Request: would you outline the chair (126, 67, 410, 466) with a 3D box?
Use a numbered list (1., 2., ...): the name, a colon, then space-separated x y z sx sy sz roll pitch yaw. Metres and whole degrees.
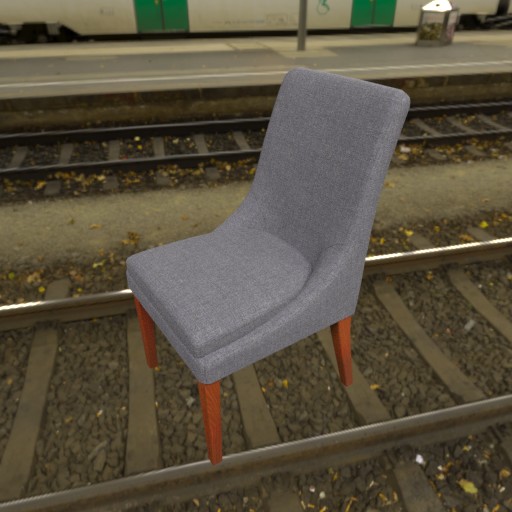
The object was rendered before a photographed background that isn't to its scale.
1. chair: 0.000 0.000 1.332 0.655 0.952 0.508 -20 37 -29
